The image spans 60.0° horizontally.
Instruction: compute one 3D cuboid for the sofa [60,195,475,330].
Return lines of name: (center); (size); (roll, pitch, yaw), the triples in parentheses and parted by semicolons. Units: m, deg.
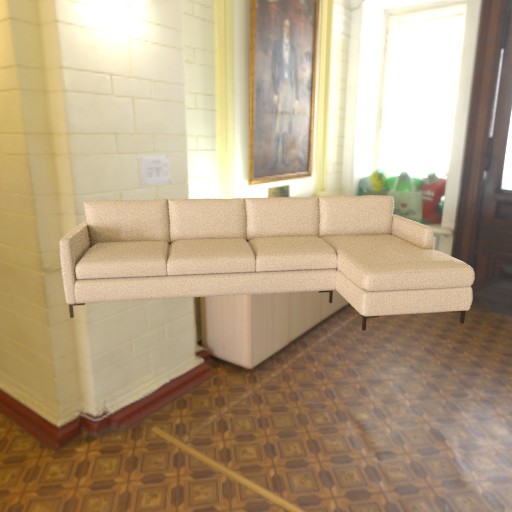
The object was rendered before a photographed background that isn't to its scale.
sofa: (0.000, 0.000, 3.271); (2.731, 0.755, 1.258); (-2, 15, -8)
